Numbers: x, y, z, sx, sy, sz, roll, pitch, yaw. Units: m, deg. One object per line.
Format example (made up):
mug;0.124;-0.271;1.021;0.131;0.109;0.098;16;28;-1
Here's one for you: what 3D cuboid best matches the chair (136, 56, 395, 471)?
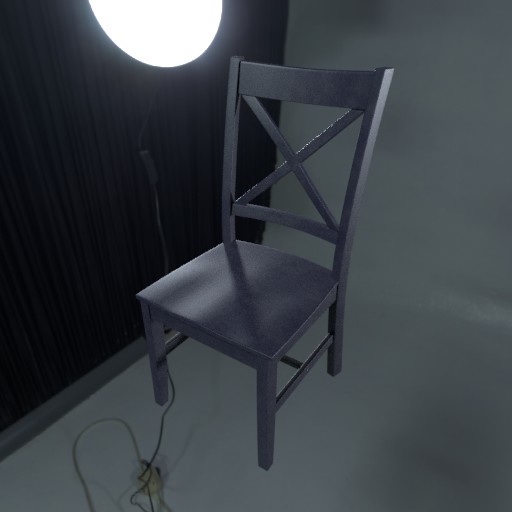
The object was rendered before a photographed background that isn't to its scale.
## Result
chair;0.000;0.000;1.269;0.485;0.983;0.542;19;35;29
